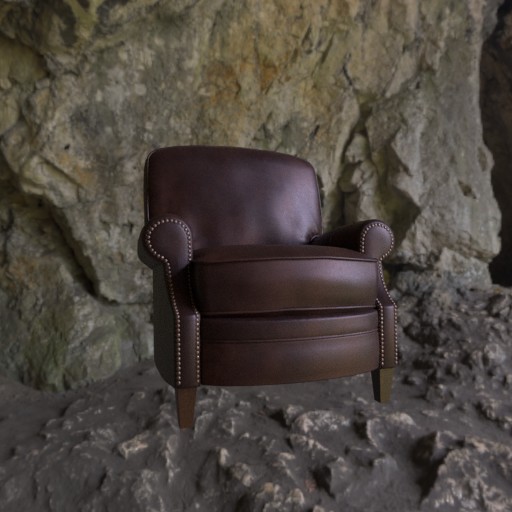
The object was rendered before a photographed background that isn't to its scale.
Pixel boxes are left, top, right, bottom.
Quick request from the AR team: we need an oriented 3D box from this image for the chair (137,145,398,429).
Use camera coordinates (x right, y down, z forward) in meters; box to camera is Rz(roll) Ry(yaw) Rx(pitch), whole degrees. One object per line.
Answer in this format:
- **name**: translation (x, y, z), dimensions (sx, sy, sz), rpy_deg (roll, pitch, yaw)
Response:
- **chair**: translation (0.000, 0.000, 1.786), dimensions (0.936, 1.018, 0.986), rpy_deg (0, 1, -18)
